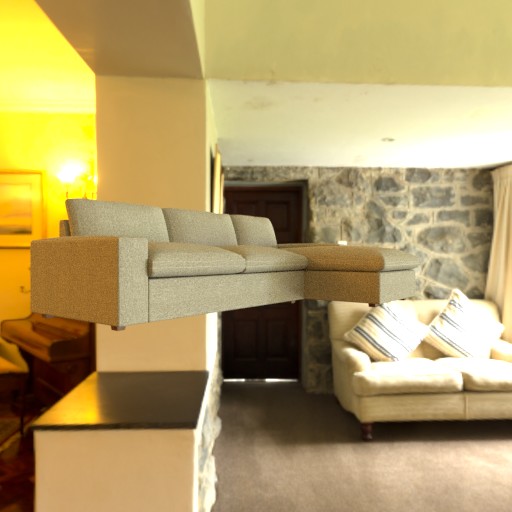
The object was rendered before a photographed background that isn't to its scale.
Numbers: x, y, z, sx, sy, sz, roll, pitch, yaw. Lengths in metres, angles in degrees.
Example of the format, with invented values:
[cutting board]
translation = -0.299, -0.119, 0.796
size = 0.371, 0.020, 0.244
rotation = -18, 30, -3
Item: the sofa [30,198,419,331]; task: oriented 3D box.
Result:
[sofa]
translation = 0.000, 0.000, 3.492
size = 1.689, 0.813, 2.718
rotation = 0, 0, 38
